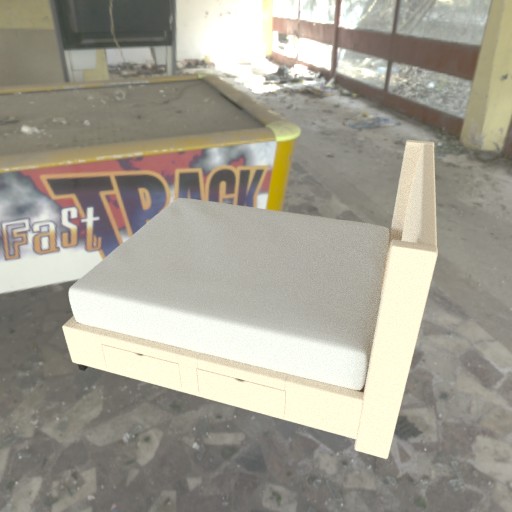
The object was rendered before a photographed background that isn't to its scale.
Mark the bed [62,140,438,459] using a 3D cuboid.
[{"bbox_3d":[0.000,0.000,3.350,2.280,1.471,1.765,10,32,16],"label":"bed"}]
